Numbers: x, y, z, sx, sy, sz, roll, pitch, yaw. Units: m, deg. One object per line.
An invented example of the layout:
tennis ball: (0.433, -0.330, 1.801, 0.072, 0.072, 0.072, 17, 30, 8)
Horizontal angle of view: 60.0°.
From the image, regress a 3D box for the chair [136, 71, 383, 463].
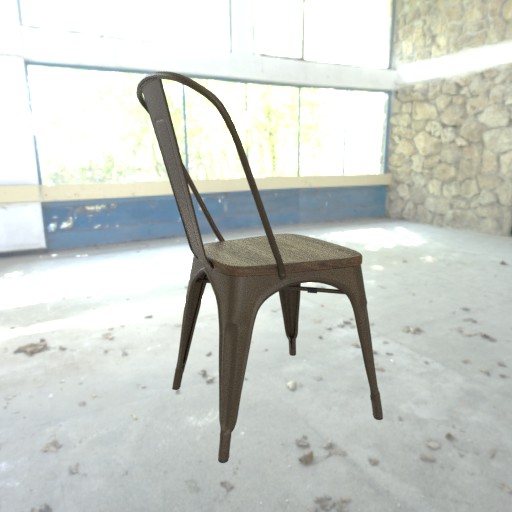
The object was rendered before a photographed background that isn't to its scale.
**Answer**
chair: (0.000, 0.000, 1.150, 0.532, 0.844, 0.451, -7, 15, -27)
